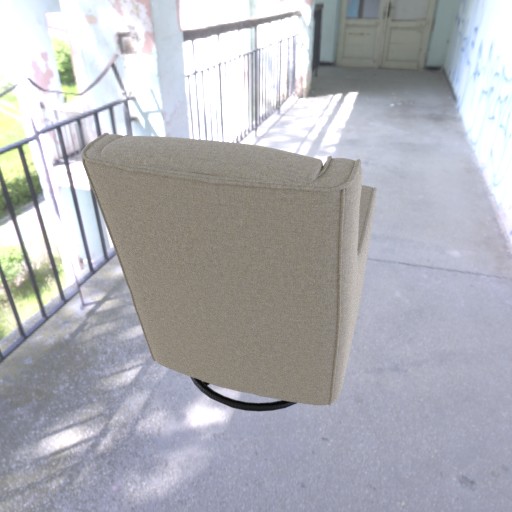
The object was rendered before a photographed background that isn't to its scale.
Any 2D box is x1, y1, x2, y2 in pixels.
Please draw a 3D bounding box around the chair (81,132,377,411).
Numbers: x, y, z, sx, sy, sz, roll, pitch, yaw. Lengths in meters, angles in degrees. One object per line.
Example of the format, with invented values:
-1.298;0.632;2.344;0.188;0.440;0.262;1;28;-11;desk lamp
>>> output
0.000;0.000;1.557;0.732;0.993;0.879;10;33;15;chair
